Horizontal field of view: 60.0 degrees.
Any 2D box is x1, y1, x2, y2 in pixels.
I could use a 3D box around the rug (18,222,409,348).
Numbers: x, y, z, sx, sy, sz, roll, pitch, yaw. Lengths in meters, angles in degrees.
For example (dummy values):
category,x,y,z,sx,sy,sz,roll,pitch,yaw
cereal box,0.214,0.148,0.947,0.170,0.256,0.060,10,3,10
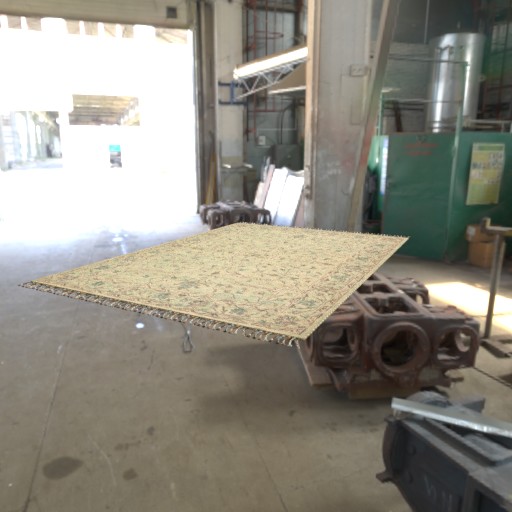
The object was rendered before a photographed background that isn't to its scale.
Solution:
category,x,y,z,sx,sy,sz,roll,pitch,yaw
rug,0.000,0.000,2.274,1.247,0.008,1.802,7,15,27
